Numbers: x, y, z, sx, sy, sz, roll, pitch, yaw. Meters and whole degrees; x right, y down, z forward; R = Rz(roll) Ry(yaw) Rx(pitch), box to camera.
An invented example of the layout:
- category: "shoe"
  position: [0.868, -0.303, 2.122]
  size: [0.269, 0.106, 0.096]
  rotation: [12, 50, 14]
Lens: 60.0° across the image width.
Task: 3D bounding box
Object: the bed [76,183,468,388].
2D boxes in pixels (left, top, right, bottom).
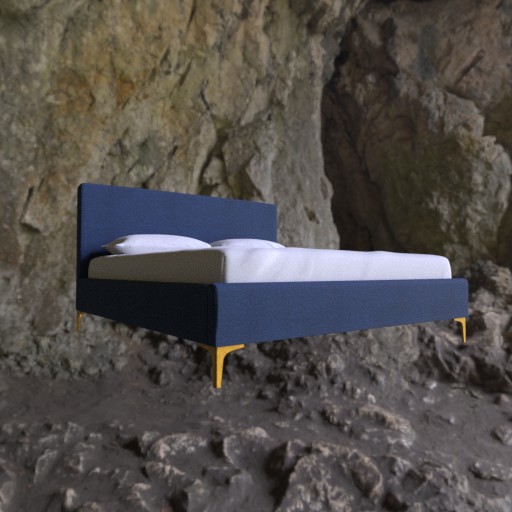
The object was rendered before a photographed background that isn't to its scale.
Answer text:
- category: "bed"
  position: [0.000, 0.000, 3.407]
  size: [2.096, 1.231, 2.232]
  rotation: [1, -2, -37]
